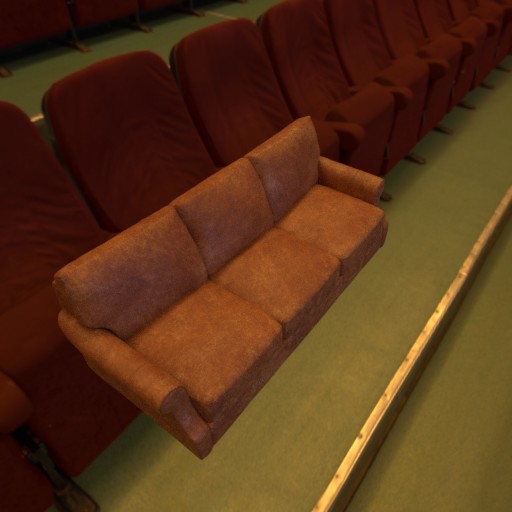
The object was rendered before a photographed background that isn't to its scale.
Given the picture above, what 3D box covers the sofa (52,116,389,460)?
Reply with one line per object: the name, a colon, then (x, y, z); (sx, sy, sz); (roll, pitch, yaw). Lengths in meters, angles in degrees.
sofa: (0.000, 0.000, 2.861); (0.973, 0.977, 2.351); (26, 48, 27)
